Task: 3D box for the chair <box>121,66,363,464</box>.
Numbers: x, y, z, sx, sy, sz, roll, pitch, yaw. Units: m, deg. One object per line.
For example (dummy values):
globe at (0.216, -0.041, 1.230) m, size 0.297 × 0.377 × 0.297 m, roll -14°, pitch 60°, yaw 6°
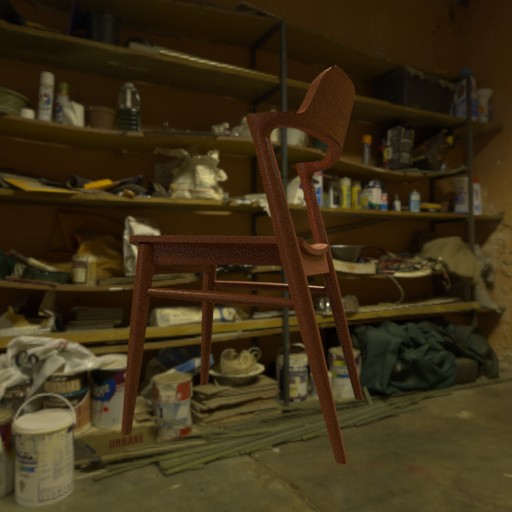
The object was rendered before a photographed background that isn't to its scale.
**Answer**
chair at (0.000, 0.000, 1.129) m, size 0.499 × 0.801 × 0.496 m, roll 0°, pitch -1°, yaw 18°
